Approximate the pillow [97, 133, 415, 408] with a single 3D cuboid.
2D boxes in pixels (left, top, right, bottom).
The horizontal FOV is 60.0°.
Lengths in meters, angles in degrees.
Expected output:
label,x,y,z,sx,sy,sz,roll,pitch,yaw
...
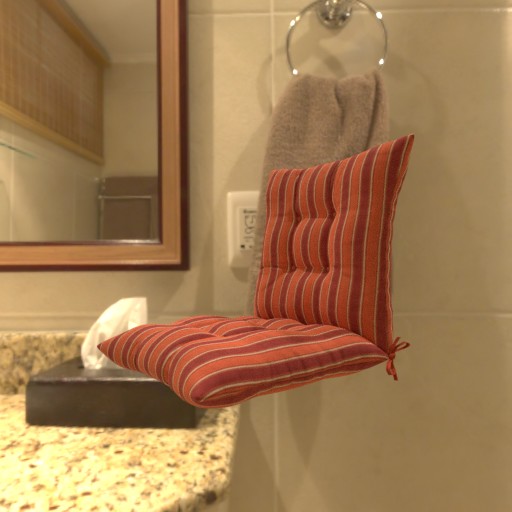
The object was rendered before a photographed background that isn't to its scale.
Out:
label,x,y,z,sx,sy,sz,roll,pitch,yaw
pillow,0.000,0.000,1.026,0.585,0.536,0.541,0,0,-36
